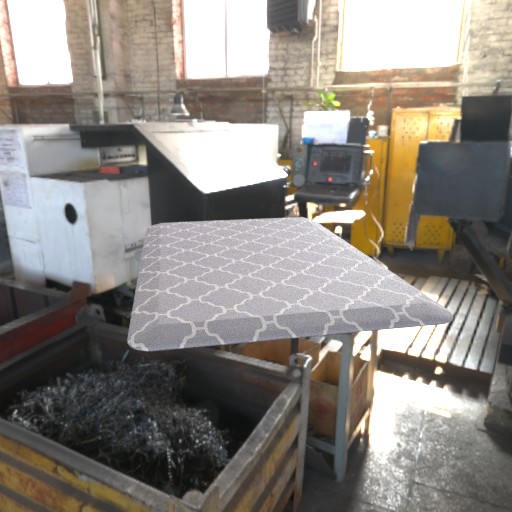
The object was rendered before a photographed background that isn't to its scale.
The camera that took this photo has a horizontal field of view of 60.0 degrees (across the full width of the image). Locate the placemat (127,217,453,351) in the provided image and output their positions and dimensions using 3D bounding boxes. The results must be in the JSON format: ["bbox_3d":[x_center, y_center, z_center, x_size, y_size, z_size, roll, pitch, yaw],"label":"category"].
[{"bbox_3d":[0.000,0.000,0.996,0.508,0.021,0.762,-3,17,-11],"label":"placemat"}]
